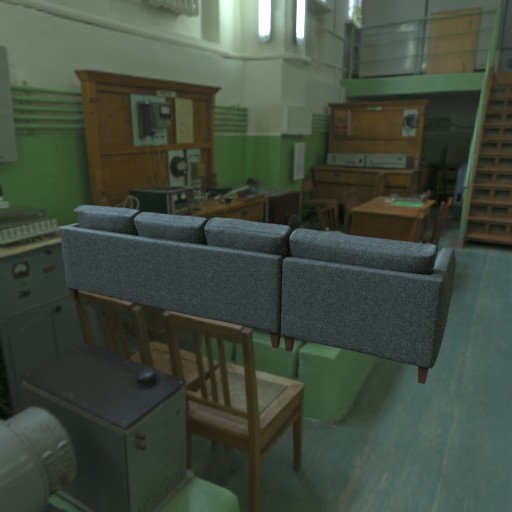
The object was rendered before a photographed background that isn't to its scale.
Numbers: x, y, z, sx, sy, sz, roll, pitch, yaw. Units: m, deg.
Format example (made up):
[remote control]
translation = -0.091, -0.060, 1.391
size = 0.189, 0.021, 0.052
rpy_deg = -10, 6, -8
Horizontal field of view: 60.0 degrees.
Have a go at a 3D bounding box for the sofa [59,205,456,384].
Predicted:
[sofa]
translation = 0.000, 0.000, 4.248
size = 3.485, 0.960, 1.635
rpy_deg = 8, 18, 26
